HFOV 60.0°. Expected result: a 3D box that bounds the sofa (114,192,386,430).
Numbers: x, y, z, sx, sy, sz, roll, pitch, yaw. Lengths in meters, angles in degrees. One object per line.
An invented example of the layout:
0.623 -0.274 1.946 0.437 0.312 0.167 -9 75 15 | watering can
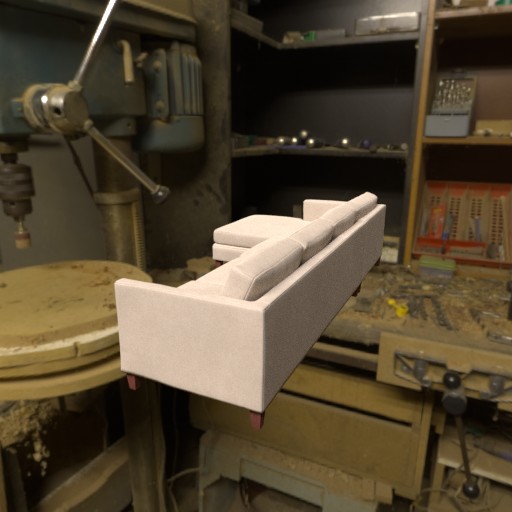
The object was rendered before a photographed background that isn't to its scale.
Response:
0.000 0.000 3.845 1.625 0.846 3.186 8 18 25 | sofa
